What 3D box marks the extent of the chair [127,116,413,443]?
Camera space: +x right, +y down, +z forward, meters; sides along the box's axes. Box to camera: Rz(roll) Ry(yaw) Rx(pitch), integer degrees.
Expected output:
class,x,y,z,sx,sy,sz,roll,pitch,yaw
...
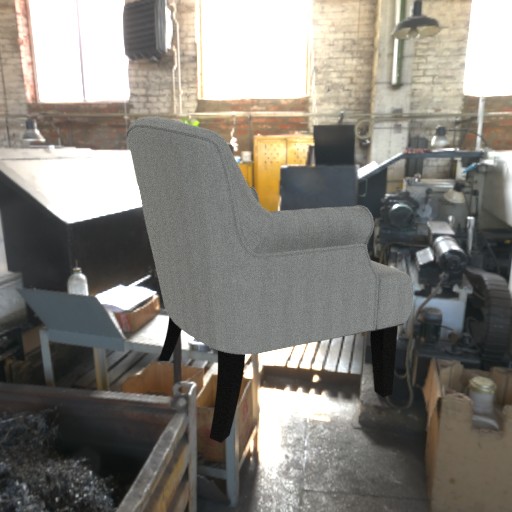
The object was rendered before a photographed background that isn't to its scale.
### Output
class,x,y,z,sx,sy,sz,roll,pitch,yaw
chair,0.000,0.000,1.500,0.755,0.880,0.772,-7,16,-27
